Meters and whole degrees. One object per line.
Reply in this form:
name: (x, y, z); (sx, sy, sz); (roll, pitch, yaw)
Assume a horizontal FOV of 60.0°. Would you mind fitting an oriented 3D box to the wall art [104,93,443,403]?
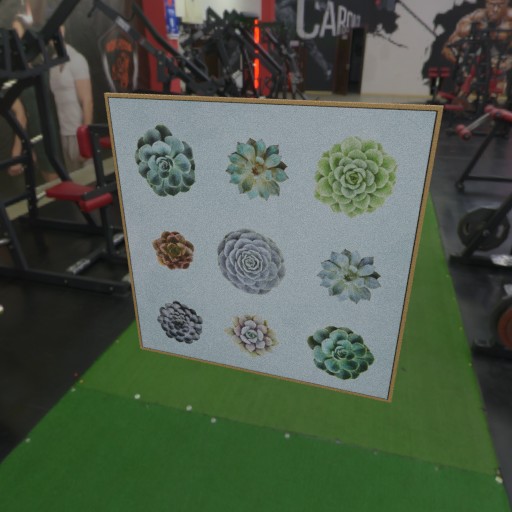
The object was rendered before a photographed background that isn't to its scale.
wall art: (0.000, 0.000, 1.426); (0.962, 0.959, 0.013); (8, 27, 16)
